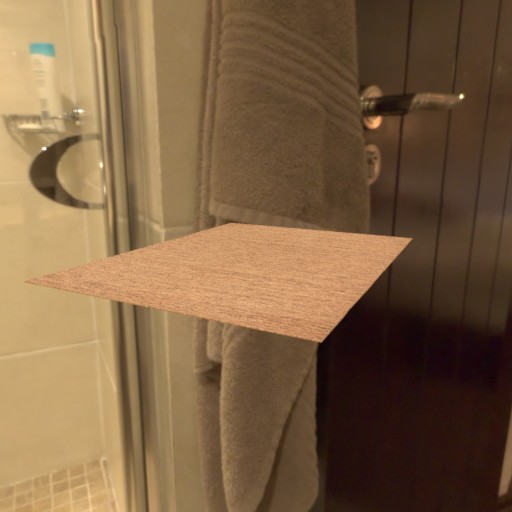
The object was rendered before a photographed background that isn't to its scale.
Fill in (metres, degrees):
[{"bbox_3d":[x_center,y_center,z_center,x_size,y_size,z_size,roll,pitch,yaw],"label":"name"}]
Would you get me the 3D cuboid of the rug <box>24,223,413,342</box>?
[{"bbox_3d":[0.000,0.000,4.318,2.448,0.013,3.205,7,15,26],"label":"rug"}]
